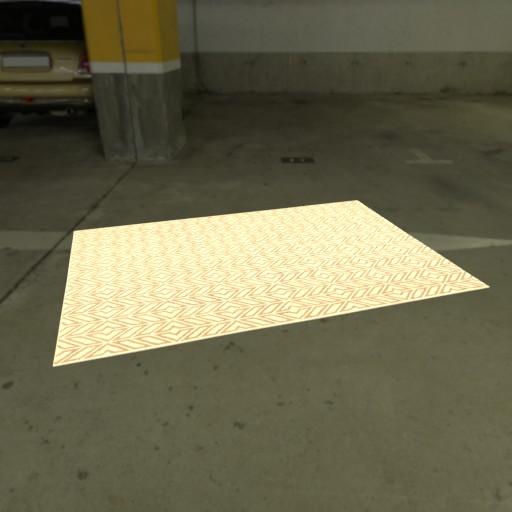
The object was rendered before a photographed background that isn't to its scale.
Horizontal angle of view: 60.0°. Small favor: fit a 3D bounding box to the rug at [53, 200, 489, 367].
[{"bbox_3d":[0.000,0.000,2.278,1.828,0.007,1.220,-8,28,-15],"label":"rug"}]
